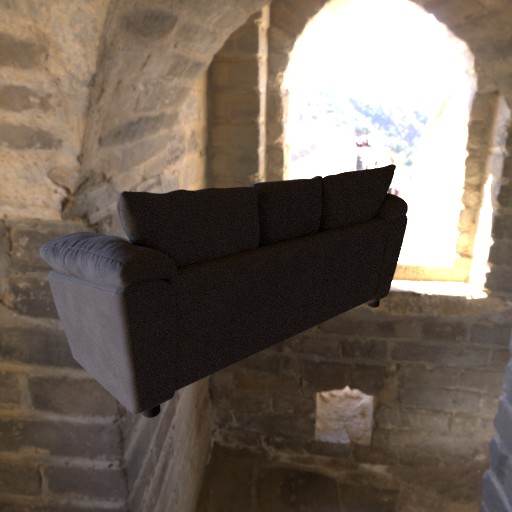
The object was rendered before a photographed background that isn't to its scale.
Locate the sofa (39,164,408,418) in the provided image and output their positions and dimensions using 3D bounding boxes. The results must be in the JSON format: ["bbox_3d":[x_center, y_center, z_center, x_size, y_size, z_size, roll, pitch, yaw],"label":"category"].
[{"bbox_3d":[0.000,0.000,2.808,2.336,1.073,0.878,-15,22,-41],"label":"sofa"}]
